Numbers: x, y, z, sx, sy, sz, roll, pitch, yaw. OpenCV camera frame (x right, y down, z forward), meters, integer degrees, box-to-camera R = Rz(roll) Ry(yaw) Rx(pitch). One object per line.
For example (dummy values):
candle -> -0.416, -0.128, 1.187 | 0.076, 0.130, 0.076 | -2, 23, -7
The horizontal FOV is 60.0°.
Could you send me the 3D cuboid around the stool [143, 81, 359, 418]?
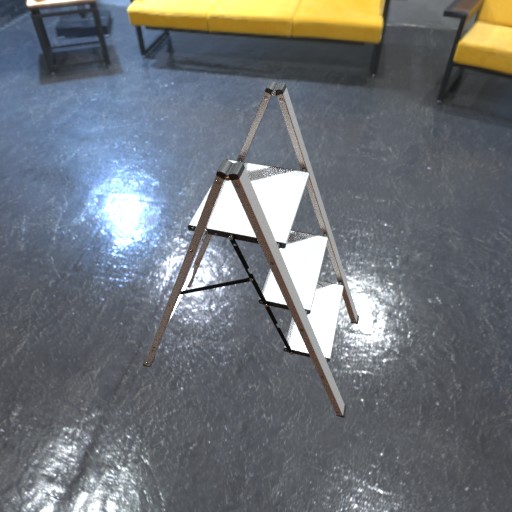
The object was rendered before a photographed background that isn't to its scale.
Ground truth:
stool -> 0.000, 0.000, 1.358 | 0.730, 0.902, 0.441 | 11, 47, 11
